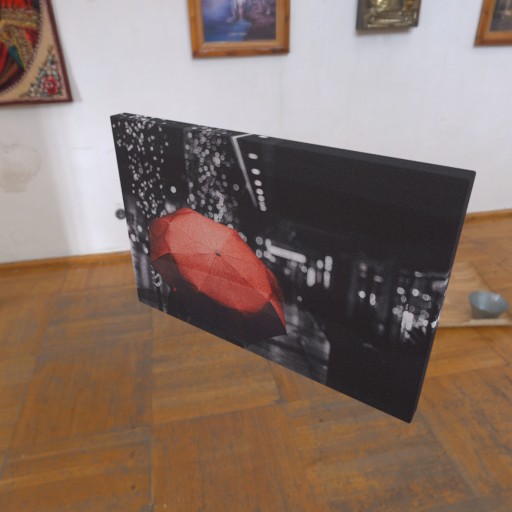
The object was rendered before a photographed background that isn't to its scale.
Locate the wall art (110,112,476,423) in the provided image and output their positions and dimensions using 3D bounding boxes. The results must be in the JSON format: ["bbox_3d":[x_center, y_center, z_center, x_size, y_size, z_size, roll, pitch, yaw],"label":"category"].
[{"bbox_3d":[0.000,0.000,0.762,0.609,0.406,0.037,18,34,29],"label":"wall art"}]
